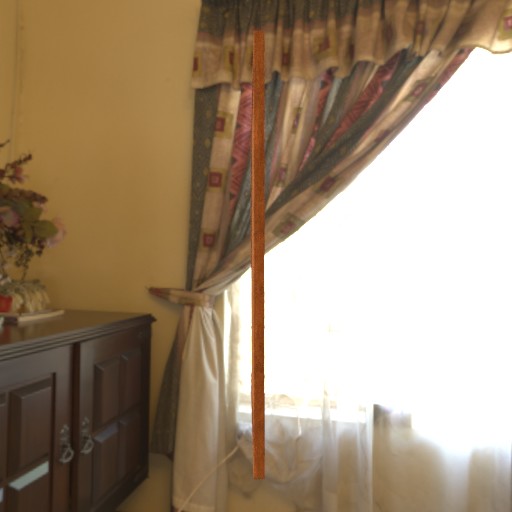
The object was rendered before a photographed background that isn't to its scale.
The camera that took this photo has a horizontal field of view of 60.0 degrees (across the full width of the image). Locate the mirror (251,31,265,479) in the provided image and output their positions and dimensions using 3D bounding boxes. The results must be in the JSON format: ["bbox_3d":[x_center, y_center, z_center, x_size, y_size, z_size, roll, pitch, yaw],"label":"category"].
[{"bbox_3d":[0.000,0.000,1.481,0.028,1.099,0.796,0,-1,-1],"label":"mirror"}]
